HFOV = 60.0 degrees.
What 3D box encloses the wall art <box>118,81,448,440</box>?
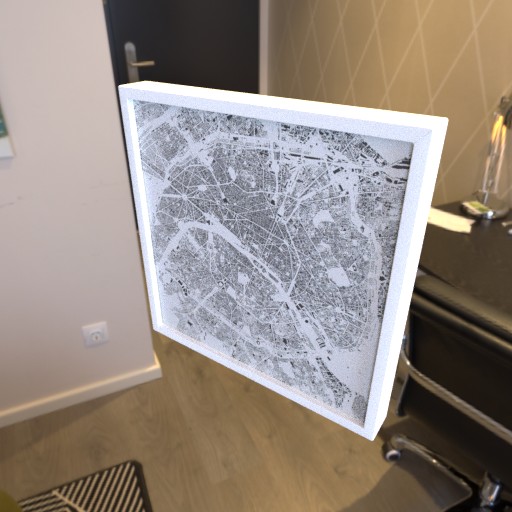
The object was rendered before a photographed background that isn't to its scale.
[{"bbox_3d":[0.000,0.000,0.449,0.305,0.305,0.038,19,35,30],"label":"wall art"}]
